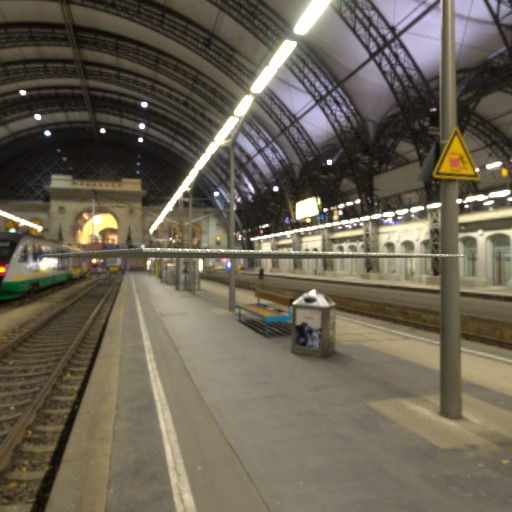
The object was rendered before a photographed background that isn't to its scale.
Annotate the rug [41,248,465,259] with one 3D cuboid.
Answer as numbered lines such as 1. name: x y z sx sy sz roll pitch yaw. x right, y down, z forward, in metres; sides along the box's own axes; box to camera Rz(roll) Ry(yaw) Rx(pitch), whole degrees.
1. rug: 0.000 0.000 2.761 2.144 0.015 1.543 1 -1 -37
